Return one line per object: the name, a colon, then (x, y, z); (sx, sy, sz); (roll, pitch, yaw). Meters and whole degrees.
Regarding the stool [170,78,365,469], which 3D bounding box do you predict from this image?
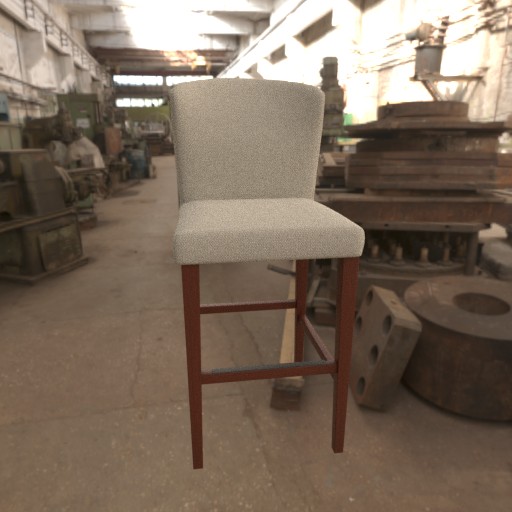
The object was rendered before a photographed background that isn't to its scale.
stool: (0.000, 0.000, 1.357); (0.481, 1.069, 0.568); (-2, 16, -9)
